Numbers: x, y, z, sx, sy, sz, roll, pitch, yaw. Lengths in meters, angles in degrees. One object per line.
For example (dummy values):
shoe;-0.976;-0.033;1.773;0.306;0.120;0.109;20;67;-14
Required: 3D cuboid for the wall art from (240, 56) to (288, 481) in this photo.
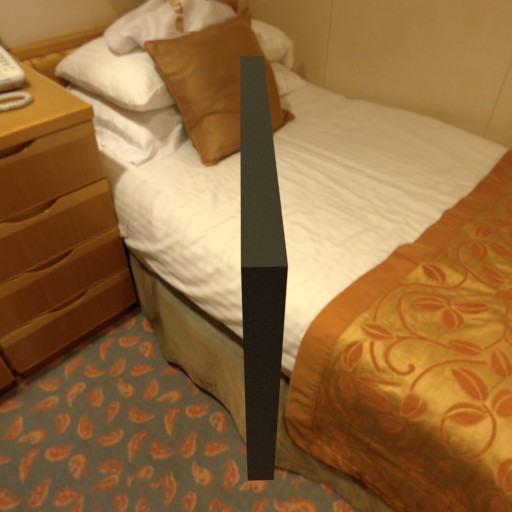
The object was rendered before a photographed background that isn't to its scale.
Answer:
wall art;0.000;0.000;0.524;0.029;0.330;0.381;-1;42;-1
